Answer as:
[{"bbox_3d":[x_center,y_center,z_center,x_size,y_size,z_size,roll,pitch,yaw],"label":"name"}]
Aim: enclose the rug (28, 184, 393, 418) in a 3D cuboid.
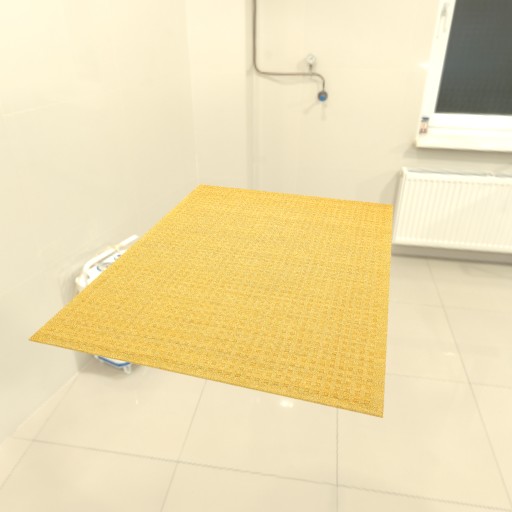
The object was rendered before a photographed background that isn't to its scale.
[{"bbox_3d":[0.000,0.000,4.252,2.486,0.015,3.242,8,31,14],"label":"rug"}]
